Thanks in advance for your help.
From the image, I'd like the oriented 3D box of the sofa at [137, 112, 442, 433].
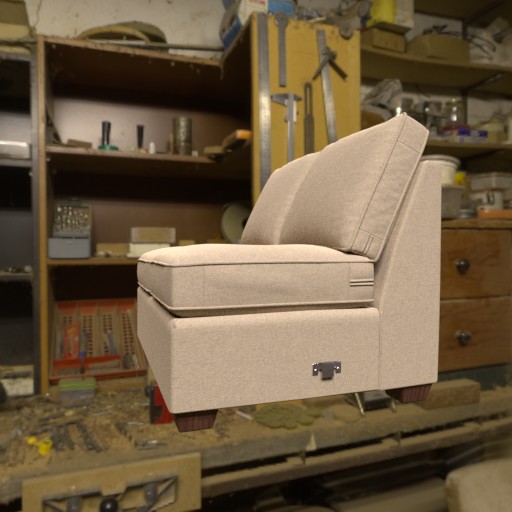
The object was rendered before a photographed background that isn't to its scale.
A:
[{"bbox_3d":[0.000,0.000,1.963,0.951,1.008,1.237,0,1,-19],"label":"sofa"}]
